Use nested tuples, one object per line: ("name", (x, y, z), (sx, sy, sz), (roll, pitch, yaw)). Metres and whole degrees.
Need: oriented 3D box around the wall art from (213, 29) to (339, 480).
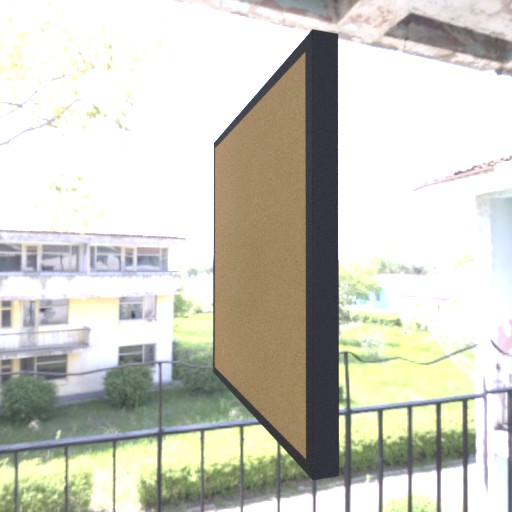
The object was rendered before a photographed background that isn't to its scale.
("wall art", (0.000, 0.000, 0.744), (0.033, 0.507, 0.508), (0, -1, -18))
